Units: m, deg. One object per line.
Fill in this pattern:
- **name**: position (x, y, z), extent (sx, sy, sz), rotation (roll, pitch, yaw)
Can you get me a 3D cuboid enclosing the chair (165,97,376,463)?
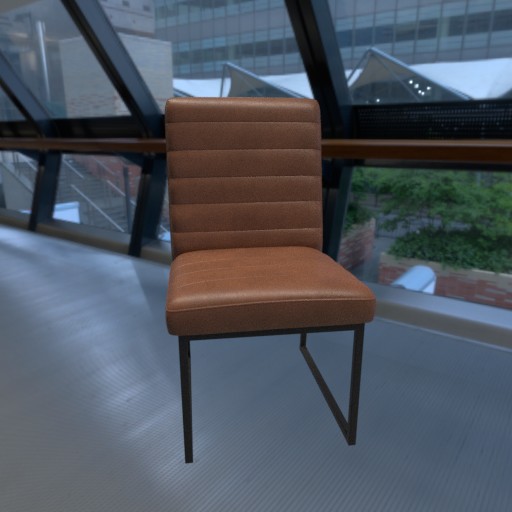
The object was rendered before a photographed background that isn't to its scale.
- **chair**: position (0.000, 0.000, 1.334), extent (0.520, 0.930, 0.634), rotation (-2, 17, -8)
